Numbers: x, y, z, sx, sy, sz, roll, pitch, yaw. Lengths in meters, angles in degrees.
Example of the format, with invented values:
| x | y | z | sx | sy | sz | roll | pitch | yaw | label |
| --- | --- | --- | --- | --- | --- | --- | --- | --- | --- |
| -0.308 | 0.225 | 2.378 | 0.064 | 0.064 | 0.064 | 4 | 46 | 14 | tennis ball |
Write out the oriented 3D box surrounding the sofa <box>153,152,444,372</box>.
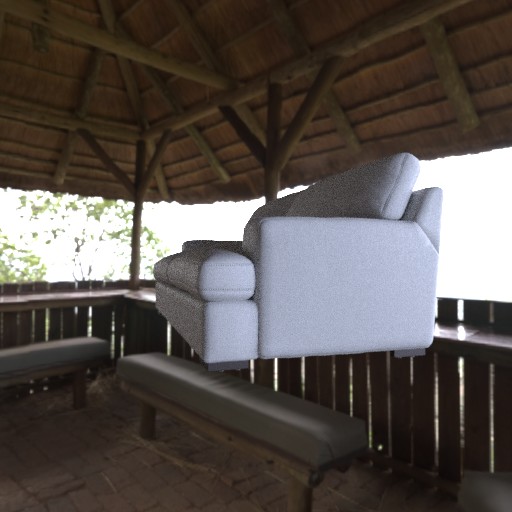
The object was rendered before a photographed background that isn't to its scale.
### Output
| x | y | z | sx | sy | sz | roll | pitch | yaw | label |
| --- | --- | --- | --- | --- | --- | --- | --- | --- | --- |
| 0.000 | 0.000 | 2.874 | 1.143 | 0.940 | 2.261 | 0 | -1 | -18 | sofa |
